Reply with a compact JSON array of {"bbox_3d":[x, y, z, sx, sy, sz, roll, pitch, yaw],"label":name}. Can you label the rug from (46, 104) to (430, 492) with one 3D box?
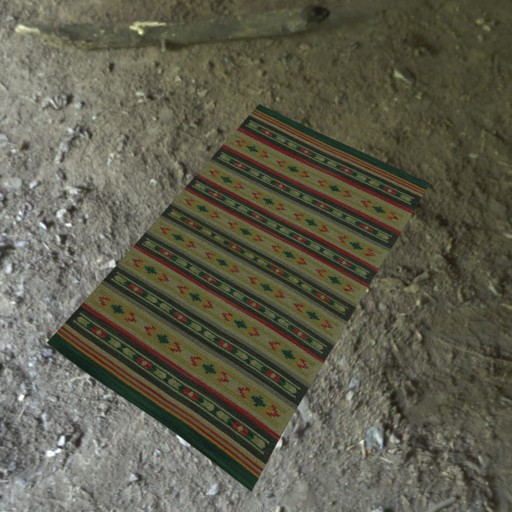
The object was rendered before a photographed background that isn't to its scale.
[{"bbox_3d":[0.000,0.000,3.037,1.520,0.011,2.447,30,66,15],"label":"rug"}]
